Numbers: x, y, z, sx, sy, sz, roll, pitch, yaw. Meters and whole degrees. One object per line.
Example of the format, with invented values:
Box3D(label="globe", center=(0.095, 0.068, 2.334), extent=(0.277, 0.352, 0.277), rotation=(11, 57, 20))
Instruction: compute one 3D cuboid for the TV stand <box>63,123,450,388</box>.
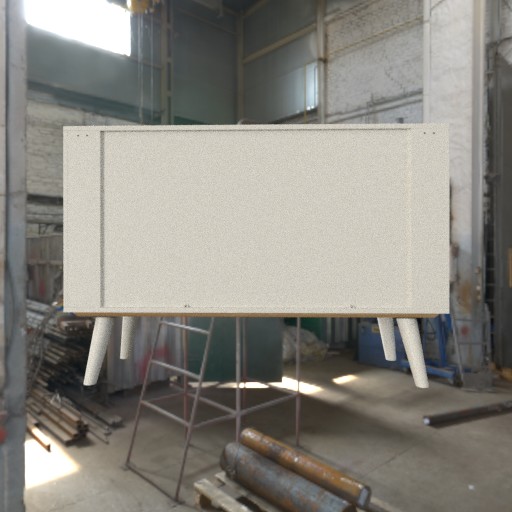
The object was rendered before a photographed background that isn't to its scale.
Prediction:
Box3D(label="TV stand", center=(0.000, 0.000, 1.571), extent=(1.193, 0.812, 0.406), rotation=(0, 0, 1))
